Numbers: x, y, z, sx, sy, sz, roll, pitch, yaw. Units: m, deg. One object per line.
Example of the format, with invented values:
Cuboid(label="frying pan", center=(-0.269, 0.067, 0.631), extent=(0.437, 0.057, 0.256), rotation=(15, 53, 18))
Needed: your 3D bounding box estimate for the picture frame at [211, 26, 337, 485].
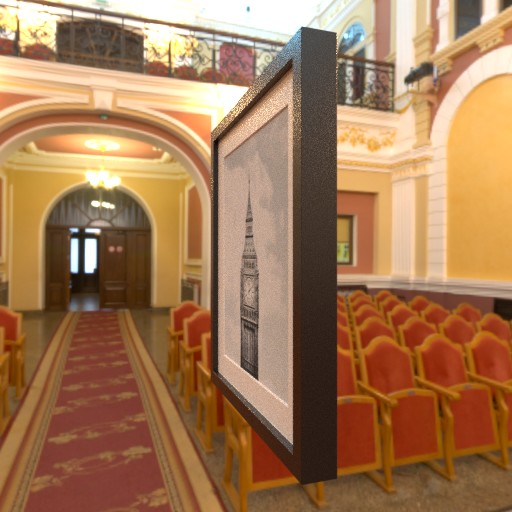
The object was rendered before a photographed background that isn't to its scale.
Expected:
Cuboid(label="picture frame", center=(0.000, 0.000, 0.526), extent=(0.034, 0.378, 0.328), rotation=(0, 0, -19))
